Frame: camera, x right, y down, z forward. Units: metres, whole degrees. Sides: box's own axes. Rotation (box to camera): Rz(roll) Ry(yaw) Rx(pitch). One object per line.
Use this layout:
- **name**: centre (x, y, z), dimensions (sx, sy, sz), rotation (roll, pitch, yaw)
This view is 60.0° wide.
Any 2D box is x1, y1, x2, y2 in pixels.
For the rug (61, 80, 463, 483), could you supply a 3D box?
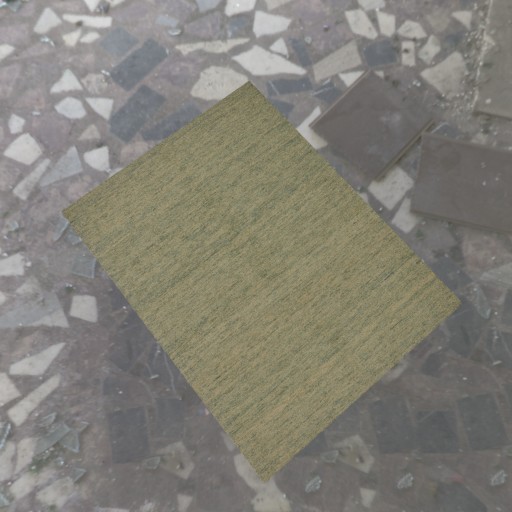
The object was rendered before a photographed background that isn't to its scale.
- **rug**: centre (0.000, 0.000, 4.319), dimensions (2.437, 0.014, 3.201), rotation (-38, 77, -10)
